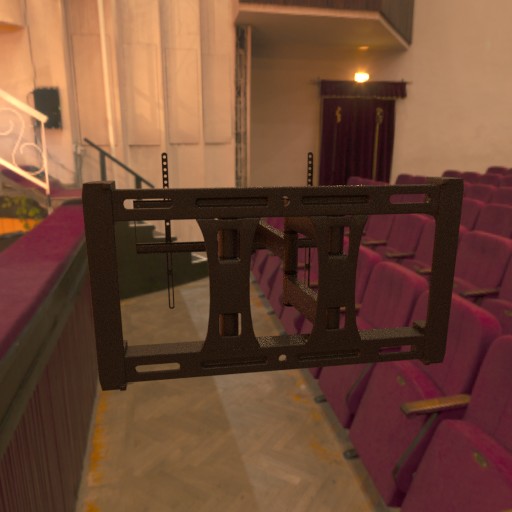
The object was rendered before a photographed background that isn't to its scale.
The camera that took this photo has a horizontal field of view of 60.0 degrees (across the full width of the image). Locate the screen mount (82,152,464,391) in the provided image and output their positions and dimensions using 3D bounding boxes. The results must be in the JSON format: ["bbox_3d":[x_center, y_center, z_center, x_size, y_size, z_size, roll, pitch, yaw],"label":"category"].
[{"bbox_3d":[0.000,0.000,1.099,0.661,0.491,0.644,-2,14,-9],"label":"screen mount"}]
